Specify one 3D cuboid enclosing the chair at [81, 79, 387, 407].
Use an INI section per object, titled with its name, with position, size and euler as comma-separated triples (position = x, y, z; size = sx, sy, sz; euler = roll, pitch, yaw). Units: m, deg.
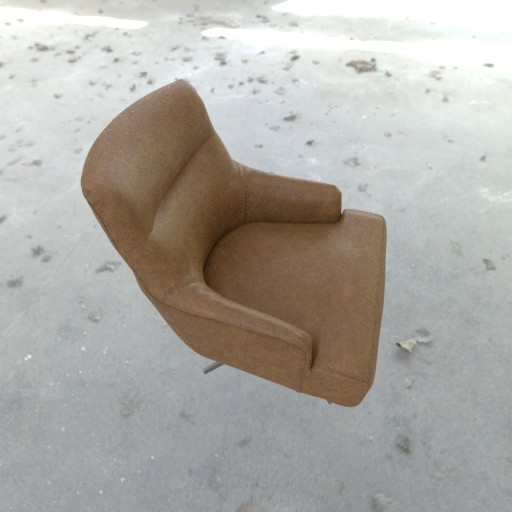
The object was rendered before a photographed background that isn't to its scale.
[chair]
position = 0.000, 0.000, 1.481
size = 0.874, 0.869, 0.729
euler = 11, 47, 10
